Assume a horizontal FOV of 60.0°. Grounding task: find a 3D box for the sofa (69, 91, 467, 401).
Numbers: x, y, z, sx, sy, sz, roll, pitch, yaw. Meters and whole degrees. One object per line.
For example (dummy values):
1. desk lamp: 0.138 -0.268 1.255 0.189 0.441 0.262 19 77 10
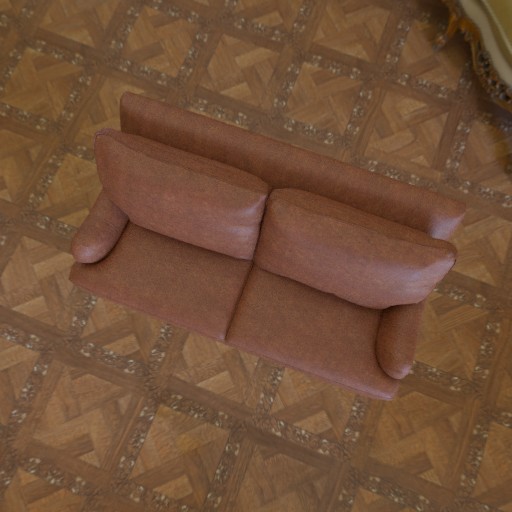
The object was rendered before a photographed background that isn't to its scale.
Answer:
1. sofa: 0.000 0.000 2.782 2.144 1.071 1.147 20 77 5
